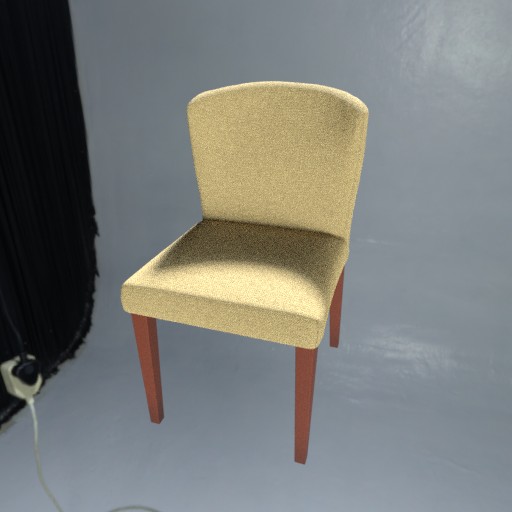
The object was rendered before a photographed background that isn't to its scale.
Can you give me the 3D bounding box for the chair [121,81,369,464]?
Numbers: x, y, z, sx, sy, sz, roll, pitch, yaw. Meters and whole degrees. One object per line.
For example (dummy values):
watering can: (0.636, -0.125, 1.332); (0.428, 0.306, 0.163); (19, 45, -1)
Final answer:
chair: (0.000, 0.000, 1.202); (0.491, 0.839, 0.589); (8, 28, 16)
